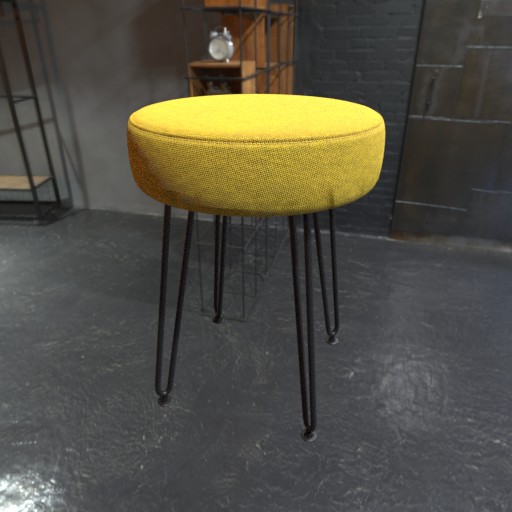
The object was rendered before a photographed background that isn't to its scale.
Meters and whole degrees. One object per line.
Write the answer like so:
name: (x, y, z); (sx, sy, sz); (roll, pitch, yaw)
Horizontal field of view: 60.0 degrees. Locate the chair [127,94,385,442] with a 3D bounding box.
chair: (0.000, 0.000, 0.696); (0.345, 0.455, 0.345); (8, 28, 15)
